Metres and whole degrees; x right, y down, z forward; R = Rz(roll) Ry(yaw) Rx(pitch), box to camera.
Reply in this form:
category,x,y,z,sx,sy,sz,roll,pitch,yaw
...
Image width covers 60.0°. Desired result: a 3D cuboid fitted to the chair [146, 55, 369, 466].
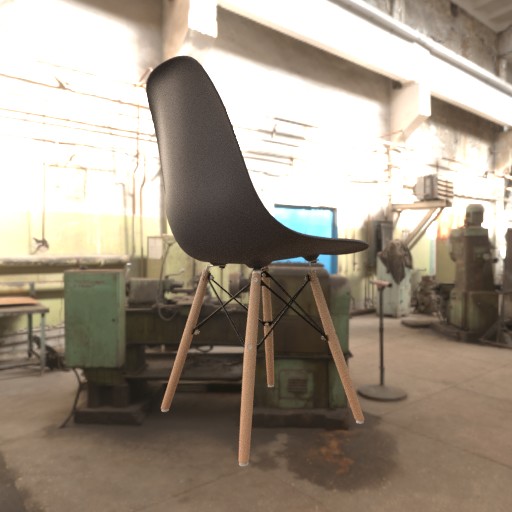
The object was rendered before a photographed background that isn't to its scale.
category,x,y,z,sx,sy,sz,roll,pitch,yaw
chair,0.000,0.000,1.123,0.533,0.826,0.470,-1,1,-36
